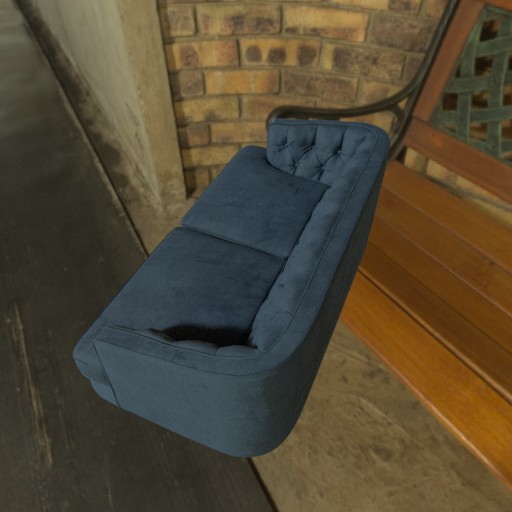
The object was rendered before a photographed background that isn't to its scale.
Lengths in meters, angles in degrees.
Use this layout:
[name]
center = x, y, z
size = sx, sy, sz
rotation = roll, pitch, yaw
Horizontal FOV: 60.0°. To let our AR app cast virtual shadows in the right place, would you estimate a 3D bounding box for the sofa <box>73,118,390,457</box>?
[sofa]
center = 0.000, 0.000, 2.233
size = 0.941, 0.854, 1.733
rotation = 18, 49, 16
